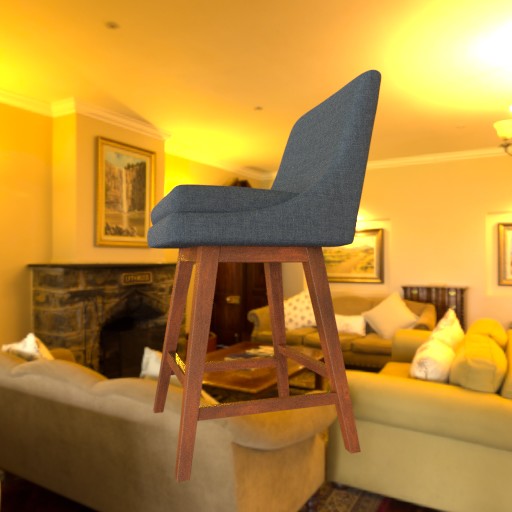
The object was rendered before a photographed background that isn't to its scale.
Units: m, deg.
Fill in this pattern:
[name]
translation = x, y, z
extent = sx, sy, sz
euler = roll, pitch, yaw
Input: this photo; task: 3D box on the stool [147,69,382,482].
[stool]
translation = 0.000, 0.000, 1.164
extent = 0.524, 0.895, 0.467
euler = 0, 0, -19
